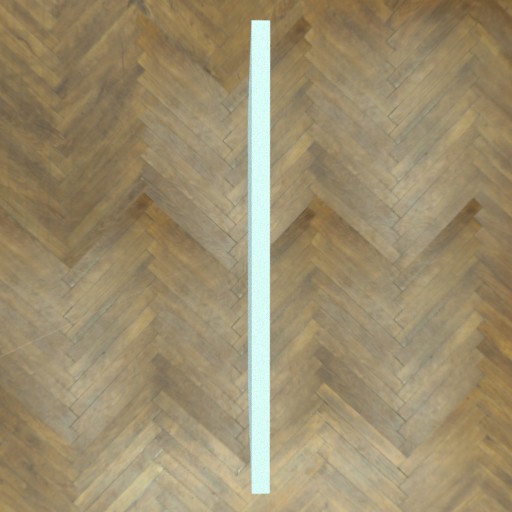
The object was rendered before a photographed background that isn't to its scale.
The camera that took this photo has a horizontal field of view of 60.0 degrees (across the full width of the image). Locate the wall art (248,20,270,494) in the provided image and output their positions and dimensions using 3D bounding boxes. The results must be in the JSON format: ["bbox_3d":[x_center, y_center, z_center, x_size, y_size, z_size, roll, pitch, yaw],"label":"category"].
[{"bbox_3d":[0.000,0.000,1.675,0.051,0.902,1.308,0,92,-2],"label":"wall art"}]
